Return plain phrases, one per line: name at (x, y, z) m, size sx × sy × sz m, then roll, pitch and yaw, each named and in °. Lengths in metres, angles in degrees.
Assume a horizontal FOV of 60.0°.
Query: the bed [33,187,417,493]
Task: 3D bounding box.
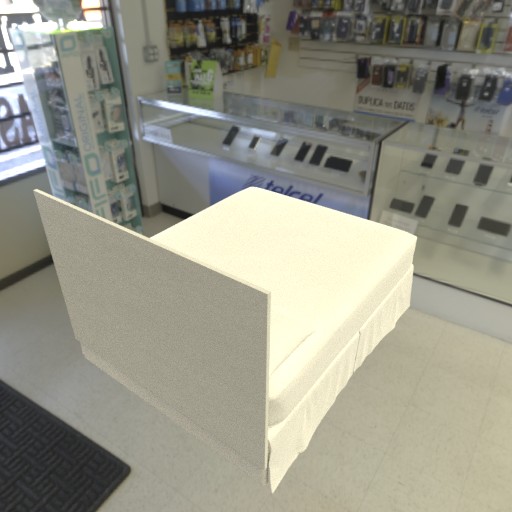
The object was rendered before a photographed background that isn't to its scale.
bed at (0.000, 0.000, 3.136) m, size 1.745 × 1.335 × 2.094 m, roll 22°, pitch 38°, yaw 31°
